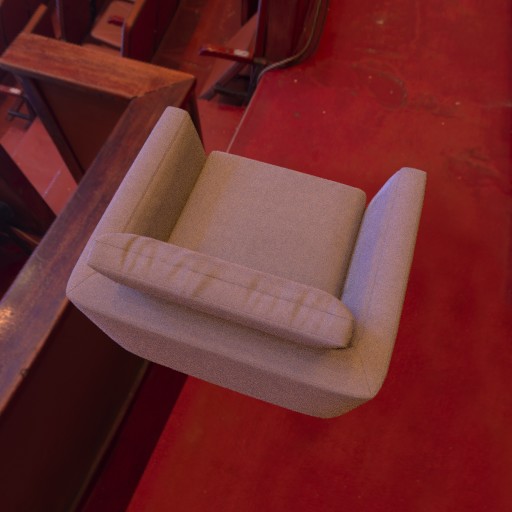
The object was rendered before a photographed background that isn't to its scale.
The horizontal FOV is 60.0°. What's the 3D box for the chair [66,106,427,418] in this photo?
[{"bbox_3d":[0.000,0.000,1.665,1.041,0.864,0.889,17,64,8],"label":"chair"}]
